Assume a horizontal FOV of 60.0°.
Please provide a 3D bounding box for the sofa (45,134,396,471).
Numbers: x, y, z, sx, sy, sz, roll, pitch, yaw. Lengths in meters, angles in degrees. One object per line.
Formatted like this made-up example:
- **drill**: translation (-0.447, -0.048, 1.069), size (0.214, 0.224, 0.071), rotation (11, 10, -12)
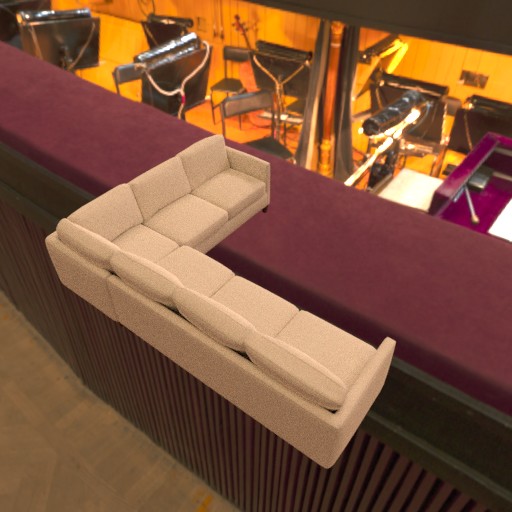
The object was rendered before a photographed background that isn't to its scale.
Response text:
- **sofa**: translation (0.000, 0.000, 4.501), size (3.302, 0.947, 2.593), rotation (26, 48, 27)
